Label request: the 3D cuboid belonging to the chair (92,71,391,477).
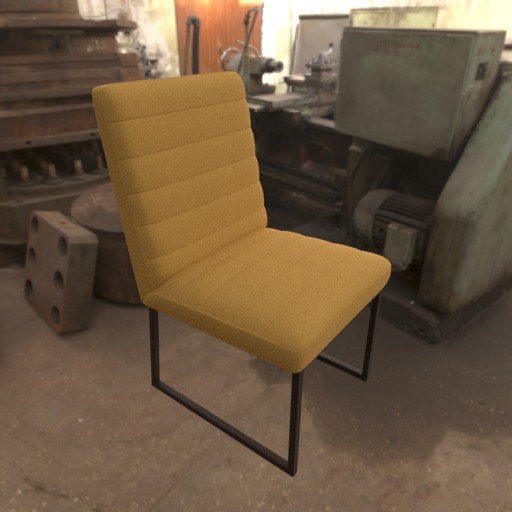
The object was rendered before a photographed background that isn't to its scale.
[{"bbox_3d":[0.000,0.000,1.270,0.634,0.930,0.520,19,33,33],"label":"chair"}]
